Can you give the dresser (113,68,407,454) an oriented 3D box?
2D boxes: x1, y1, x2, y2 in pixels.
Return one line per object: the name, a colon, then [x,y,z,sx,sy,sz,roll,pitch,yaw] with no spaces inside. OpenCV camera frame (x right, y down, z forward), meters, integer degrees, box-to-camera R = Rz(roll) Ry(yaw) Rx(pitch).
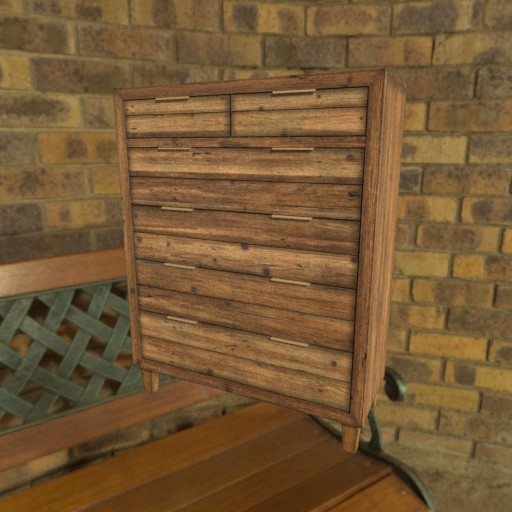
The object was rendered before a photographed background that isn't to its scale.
dresser: [0.000,0.000,1.890,1.067,1.359,0.438,7,15,25]
